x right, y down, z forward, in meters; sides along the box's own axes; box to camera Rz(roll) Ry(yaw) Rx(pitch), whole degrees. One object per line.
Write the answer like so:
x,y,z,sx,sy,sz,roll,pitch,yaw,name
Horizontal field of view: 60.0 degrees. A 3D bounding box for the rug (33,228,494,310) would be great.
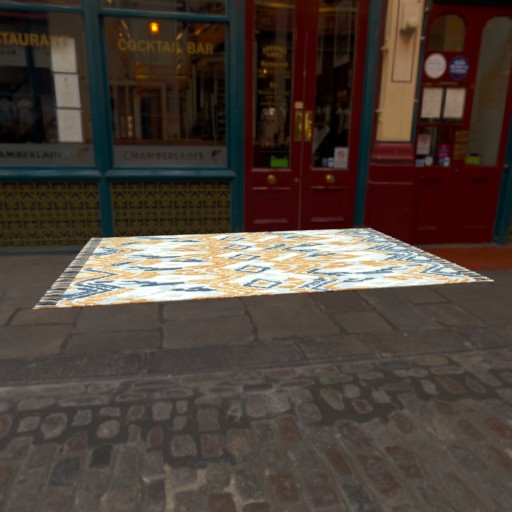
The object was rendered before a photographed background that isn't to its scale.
0.000,0.000,2.296,1.827,0.008,1.230,-3,14,-10,rug
